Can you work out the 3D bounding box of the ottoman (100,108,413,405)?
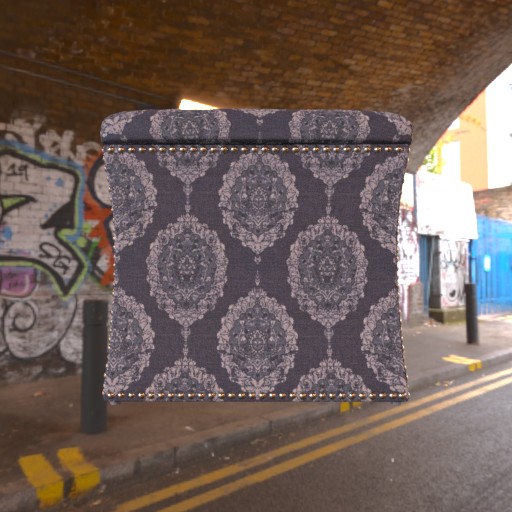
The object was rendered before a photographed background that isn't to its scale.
[{"bbox_3d":[0.000,0.000,0.907,0.497,0.475,0.507,0,-2,0],"label":"ottoman"}]
